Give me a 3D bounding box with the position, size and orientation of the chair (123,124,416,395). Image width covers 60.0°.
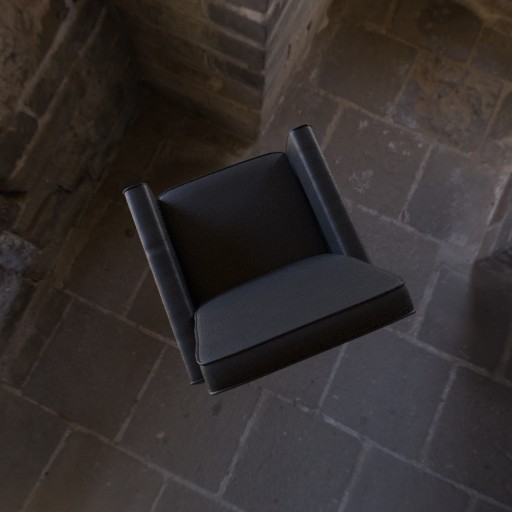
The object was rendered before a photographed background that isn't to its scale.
[{"bbox_3d":[0.000,0.000,1.535,0.705,1.013,0.746,-21,77,-5],"label":"chair"}]
